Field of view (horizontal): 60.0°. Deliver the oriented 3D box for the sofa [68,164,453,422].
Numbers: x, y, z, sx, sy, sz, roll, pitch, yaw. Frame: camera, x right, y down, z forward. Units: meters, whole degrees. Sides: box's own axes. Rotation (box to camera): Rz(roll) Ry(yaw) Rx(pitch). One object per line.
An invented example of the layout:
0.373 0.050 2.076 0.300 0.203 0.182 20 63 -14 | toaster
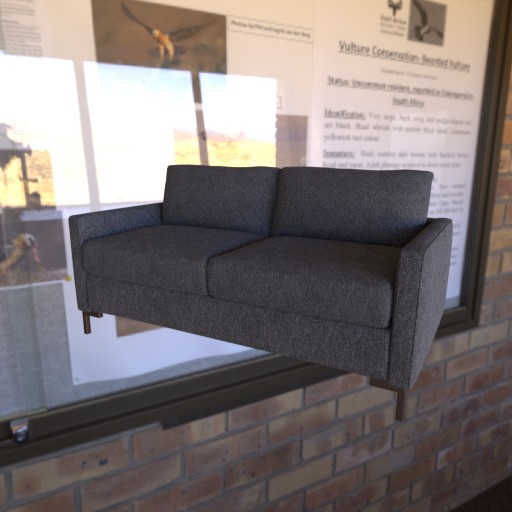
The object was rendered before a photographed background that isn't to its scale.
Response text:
0.000 0.000 2.199 1.716 0.862 0.866 7 15 28 | sofa
